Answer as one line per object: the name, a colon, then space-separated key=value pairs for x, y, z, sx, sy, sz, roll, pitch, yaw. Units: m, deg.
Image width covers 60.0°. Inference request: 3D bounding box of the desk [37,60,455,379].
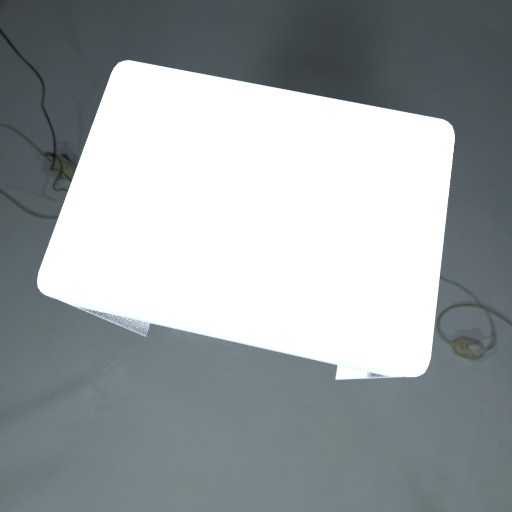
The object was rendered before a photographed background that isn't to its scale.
desk: x=0.000 y=0.000 z=1.285 sx=0.762 sy=0.800 sz=0.549 roll=12 pitch=74 yaw=3
